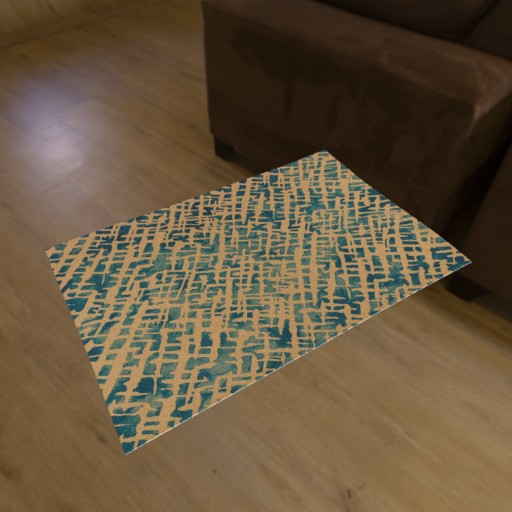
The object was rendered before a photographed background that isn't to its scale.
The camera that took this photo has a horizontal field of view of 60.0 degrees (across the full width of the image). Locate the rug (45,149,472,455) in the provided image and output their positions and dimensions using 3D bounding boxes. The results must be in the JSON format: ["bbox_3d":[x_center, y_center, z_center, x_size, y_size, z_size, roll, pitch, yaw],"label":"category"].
[{"bbox_3d":[0.000,0.000,2.273,1.830,0.011,1.209,-24,50,-21],"label":"rug"}]
